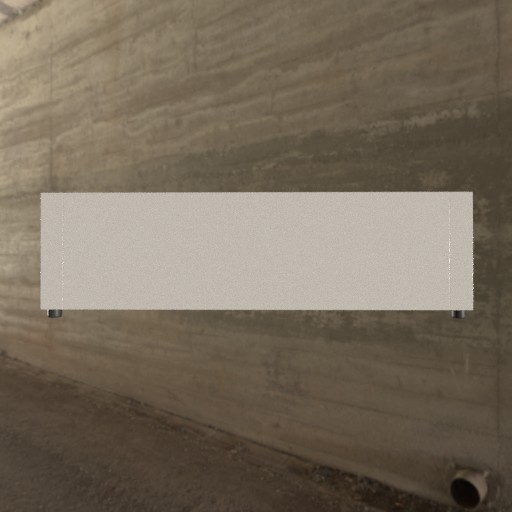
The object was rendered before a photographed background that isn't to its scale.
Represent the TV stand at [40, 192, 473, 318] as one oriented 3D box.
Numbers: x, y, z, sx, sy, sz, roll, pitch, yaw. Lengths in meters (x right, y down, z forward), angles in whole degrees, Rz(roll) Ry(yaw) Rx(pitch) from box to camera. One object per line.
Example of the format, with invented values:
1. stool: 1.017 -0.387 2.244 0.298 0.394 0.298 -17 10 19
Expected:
1. TV stand: 0.000 0.000 1.743 1.500 0.440 0.410 0 0 1
